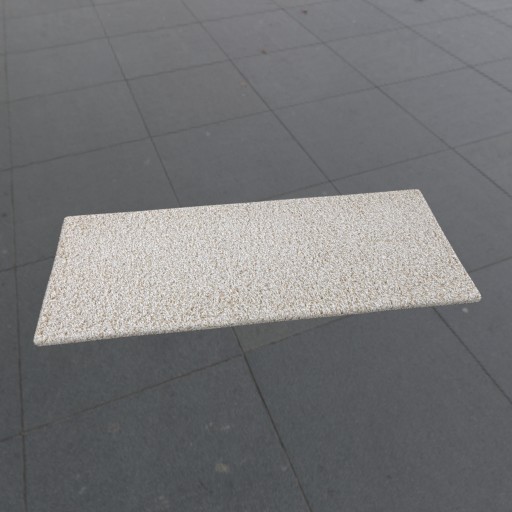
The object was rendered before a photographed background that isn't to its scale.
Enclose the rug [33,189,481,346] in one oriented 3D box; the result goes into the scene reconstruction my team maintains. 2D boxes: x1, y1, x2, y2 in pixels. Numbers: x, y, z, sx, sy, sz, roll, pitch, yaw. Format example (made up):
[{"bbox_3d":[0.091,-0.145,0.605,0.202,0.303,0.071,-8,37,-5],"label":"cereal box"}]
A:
[{"bbox_3d":[0.000,0.000,1.697,1.524,0.030,0.609,-5,48,-5],"label":"rug"}]
